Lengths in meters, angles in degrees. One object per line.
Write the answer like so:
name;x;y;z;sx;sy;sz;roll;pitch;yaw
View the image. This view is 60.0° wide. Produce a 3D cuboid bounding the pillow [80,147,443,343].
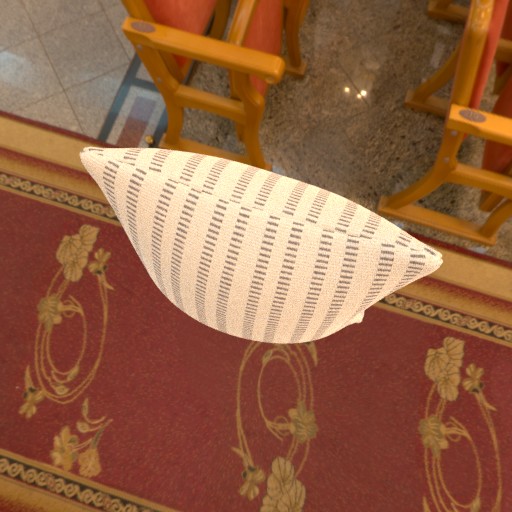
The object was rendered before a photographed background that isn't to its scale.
pillow;0.000;0.000;0.696;0.438;0.419;0.247;17;74;5
